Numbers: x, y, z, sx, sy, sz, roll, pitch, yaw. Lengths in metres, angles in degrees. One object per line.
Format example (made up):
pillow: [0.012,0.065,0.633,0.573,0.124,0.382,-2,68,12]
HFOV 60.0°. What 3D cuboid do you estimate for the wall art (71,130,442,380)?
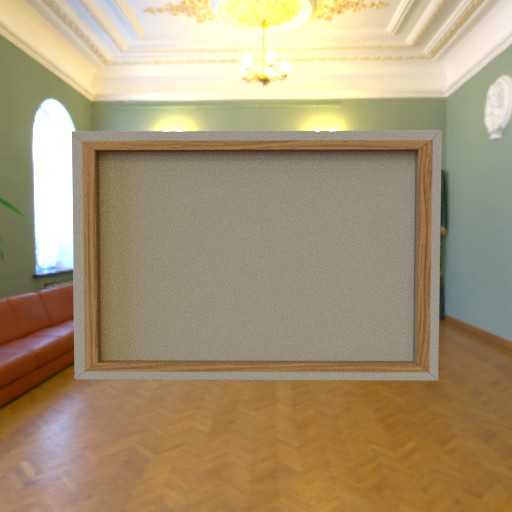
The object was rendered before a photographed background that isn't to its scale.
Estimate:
wall art: [0.000,0.000,0.478,0.381,0.259,0.038,0,2,1]
